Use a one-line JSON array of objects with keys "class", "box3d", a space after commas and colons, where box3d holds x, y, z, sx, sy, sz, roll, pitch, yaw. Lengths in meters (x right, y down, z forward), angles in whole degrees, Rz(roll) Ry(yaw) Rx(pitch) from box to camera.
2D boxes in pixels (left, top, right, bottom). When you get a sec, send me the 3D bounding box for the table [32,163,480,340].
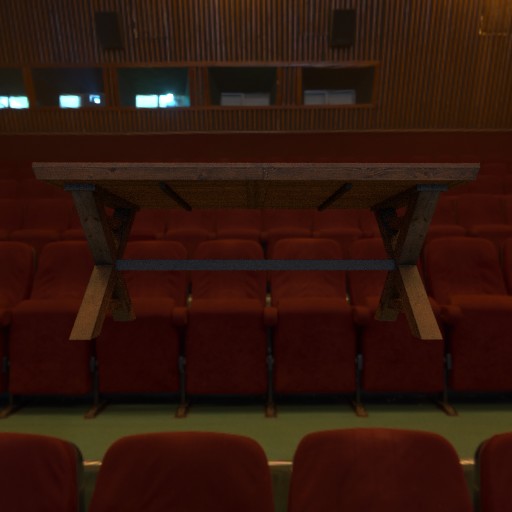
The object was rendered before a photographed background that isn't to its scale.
[{"class": "table", "box3d": [0.000, 0.000, 2.471, 1.966, 0.793, 1.071, 0, -1, 0]}]
